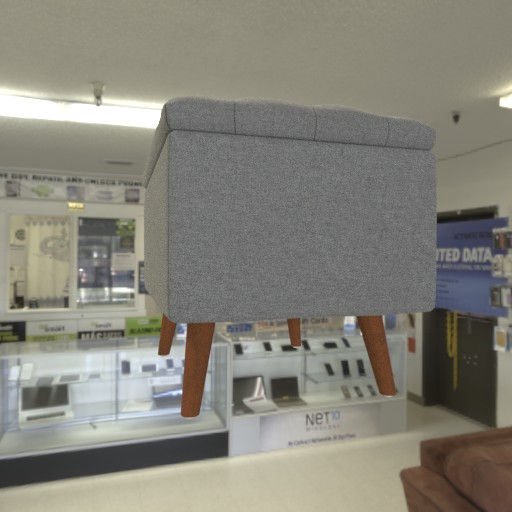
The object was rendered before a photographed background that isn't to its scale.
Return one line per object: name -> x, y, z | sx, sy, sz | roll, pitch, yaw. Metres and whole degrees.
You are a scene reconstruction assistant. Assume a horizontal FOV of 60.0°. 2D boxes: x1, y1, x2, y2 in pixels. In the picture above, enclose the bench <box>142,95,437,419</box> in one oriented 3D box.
bench -> 0.000, 0.000, 0.888 | 0.417, 0.469, 0.572 | 0, 0, -17
